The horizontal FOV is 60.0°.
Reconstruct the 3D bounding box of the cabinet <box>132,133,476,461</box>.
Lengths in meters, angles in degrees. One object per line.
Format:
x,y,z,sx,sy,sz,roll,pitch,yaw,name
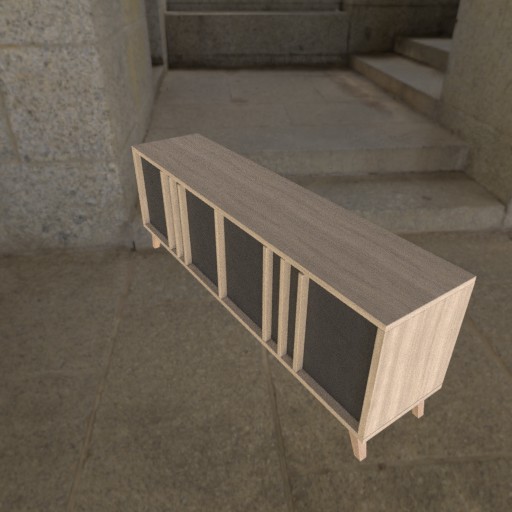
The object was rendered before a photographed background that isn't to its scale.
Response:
0.000,0.000,2.513,0.499,0.779,2.198,-20,37,-29,cabinet
